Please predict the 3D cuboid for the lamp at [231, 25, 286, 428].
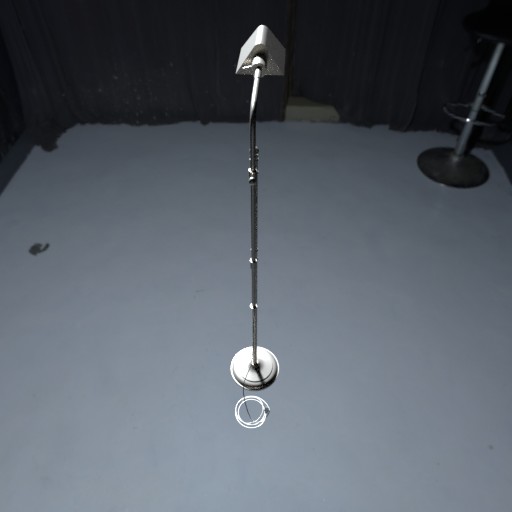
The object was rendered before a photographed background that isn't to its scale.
[{"bbox_3d":[0.000,0.000,1.855,0.256,1.571,0.813,3,47,3],"label":"lamp"}]
